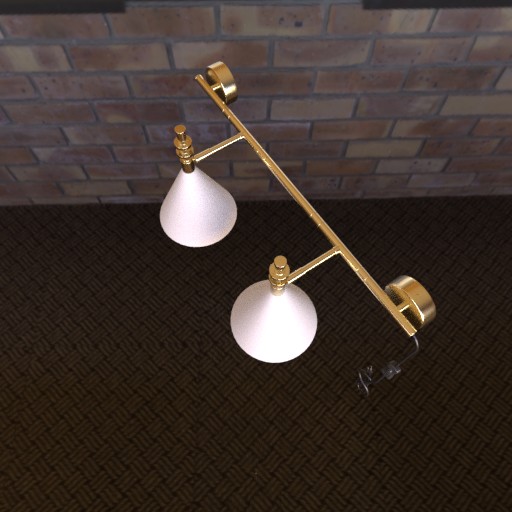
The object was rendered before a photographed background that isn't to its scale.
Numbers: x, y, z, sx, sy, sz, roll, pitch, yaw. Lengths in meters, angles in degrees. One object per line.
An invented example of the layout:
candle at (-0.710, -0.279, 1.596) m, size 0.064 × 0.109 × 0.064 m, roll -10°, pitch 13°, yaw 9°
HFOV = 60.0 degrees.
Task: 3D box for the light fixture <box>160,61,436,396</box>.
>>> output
light fixture at (0.000, 0.000, 0.853) m, size 0.239 × 0.468 × 0.642 m, roll -31°, pitch 68°, yaw -14°
